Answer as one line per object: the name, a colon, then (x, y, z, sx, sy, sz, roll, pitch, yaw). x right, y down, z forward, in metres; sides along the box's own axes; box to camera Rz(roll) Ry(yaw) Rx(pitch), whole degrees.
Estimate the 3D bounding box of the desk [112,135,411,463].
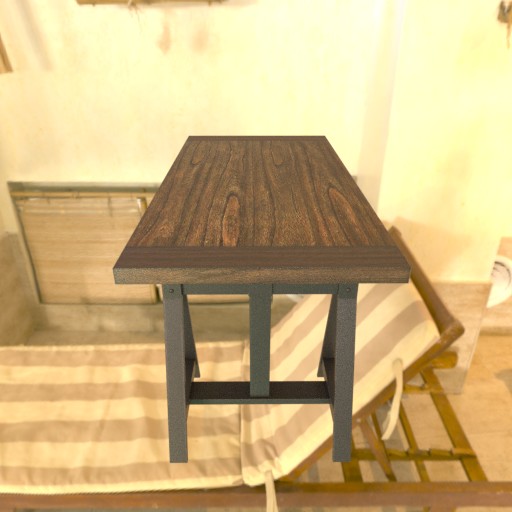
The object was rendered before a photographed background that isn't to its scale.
desk: (0.000, 0.000, 1.972, 0.784, 0.725, 1.543, 0, 28, 0)
